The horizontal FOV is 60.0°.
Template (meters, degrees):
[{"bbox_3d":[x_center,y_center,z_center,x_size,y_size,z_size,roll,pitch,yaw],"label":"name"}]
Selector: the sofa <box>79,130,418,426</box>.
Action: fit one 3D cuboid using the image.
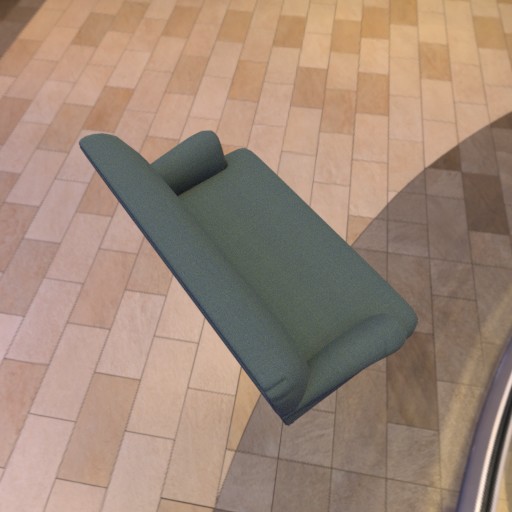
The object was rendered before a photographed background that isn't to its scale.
[{"bbox_3d":[0.000,0.000,1.847,0.779,0.889,1.297,-32,63,-18],"label":"sofa"}]
